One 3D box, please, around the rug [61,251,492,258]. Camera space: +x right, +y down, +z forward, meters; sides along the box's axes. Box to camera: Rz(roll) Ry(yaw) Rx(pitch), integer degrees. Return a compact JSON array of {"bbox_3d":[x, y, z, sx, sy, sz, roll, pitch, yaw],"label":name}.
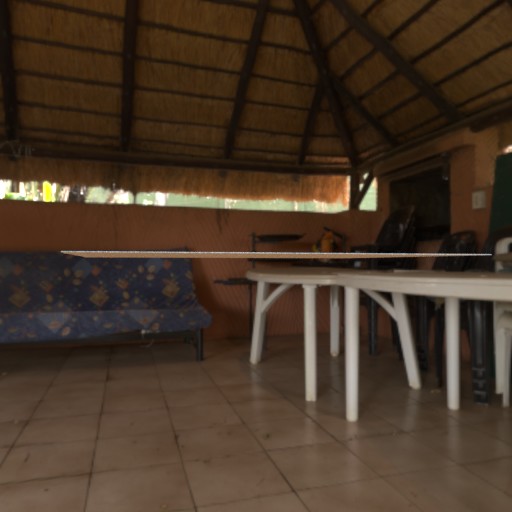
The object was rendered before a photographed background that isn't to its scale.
[{"bbox_3d":[0.000,0.000,4.236,3.200,0.007,2.443,0,-1,-17],"label":"rug"}]
